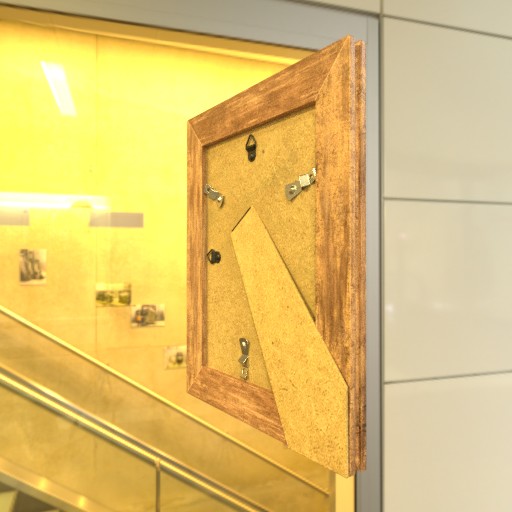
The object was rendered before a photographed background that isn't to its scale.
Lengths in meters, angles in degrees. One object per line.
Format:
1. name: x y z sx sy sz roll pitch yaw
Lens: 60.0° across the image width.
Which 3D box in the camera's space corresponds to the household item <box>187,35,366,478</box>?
1. household item: 0.000 0.000 0.315 0.018 0.237 0.186 0 0 -37
